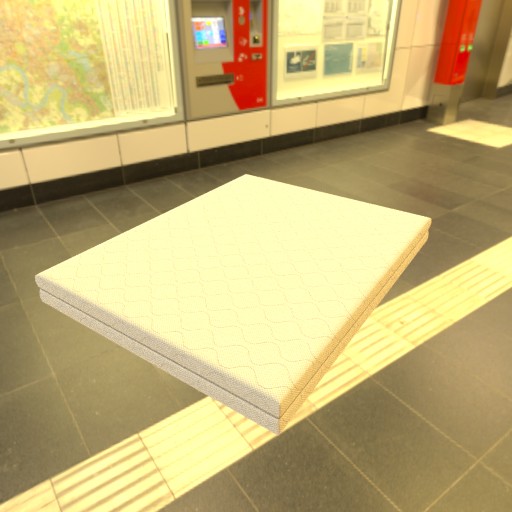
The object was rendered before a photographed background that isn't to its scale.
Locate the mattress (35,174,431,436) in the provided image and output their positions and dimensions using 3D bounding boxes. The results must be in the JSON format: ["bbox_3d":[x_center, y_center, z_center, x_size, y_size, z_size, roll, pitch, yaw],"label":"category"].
[{"bbox_3d":[0.000,0.000,2.803,1.600,0.200,2.000,19,35,29],"label":"mattress"}]
